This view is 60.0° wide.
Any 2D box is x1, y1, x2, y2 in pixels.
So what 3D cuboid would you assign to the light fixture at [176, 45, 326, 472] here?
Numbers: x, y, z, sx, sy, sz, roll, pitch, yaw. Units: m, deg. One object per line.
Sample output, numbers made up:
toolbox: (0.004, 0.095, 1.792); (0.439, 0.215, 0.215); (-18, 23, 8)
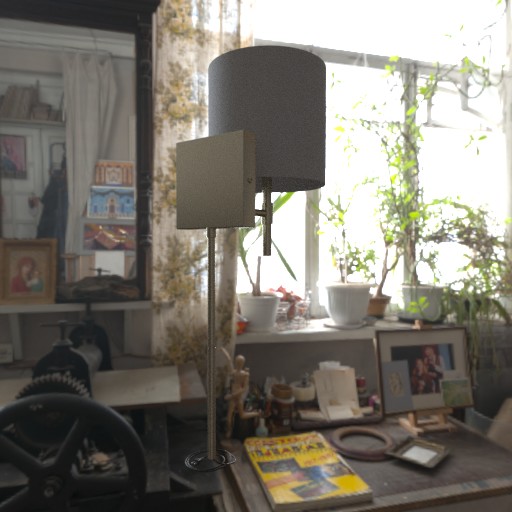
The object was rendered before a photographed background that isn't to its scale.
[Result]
light fixture: (0.000, 0.000, 0.692); (0.188, 0.589, 0.248); (1, 1, 36)
